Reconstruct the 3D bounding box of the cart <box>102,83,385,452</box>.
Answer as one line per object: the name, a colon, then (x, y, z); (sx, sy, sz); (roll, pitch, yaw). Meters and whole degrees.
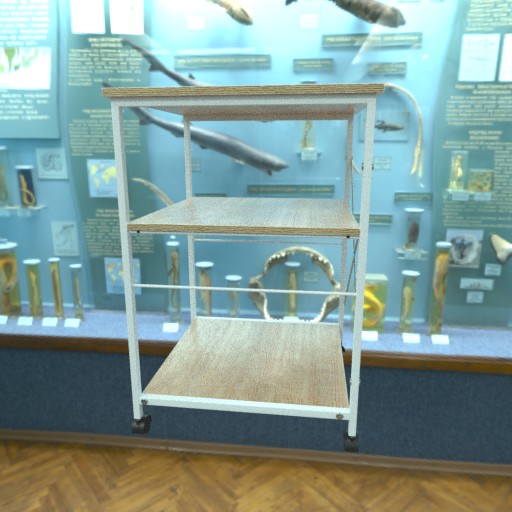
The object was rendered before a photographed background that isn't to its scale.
cart: (0.000, 0.000, 1.143); (0.520, 0.762, 0.521); (2, 14, 7)
